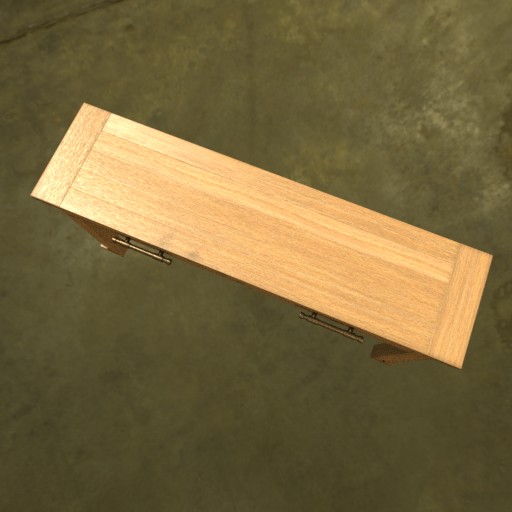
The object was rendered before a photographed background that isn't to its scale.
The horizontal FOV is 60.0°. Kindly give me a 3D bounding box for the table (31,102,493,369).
[{"bbox_3d":[0.000,0.000,1.926,1.599,0.762,0.442,22,76,6],"label":"table"}]
